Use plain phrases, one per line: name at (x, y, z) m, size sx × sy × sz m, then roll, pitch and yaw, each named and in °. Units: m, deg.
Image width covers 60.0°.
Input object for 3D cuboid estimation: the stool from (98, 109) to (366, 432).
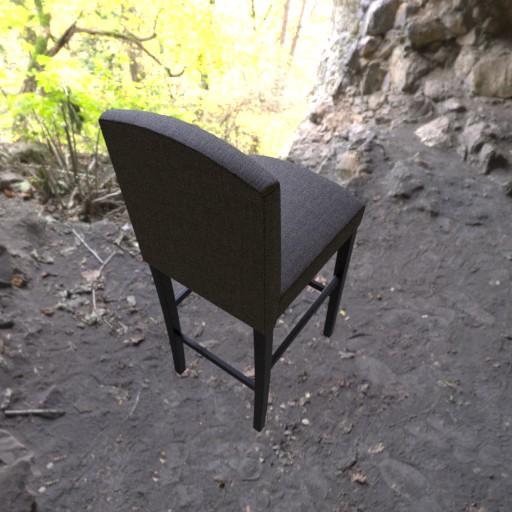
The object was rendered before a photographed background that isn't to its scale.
stool at (0.000, 0.000, 1.385) m, size 0.451 × 1.138 × 0.552 m, roll 28°, pitch 53°, yaw 24°
